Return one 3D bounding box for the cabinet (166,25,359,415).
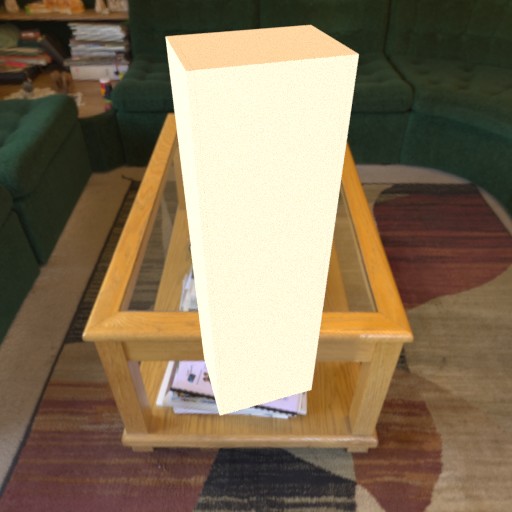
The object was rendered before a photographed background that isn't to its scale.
[{"bbox_3d":[0.000,0.000,1.513,0.400,1.350,0.300,-11,42,-13],"label":"cabinet"}]
